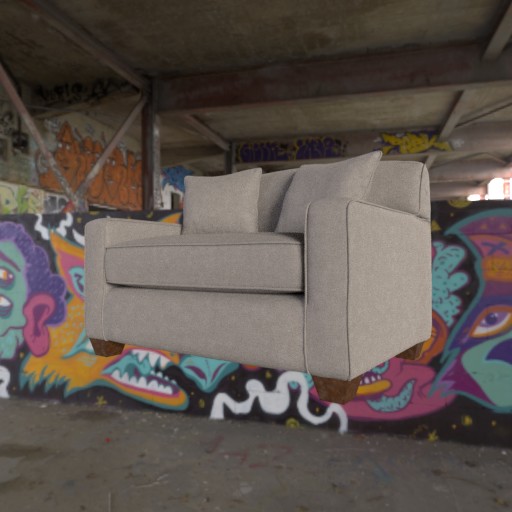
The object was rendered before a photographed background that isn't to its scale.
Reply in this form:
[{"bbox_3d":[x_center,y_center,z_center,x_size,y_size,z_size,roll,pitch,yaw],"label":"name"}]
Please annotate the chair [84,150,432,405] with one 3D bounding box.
[{"bbox_3d":[0.000,0.000,2.116,1.395,0.953,0.992,0,-1,35],"label":"chair"}]
